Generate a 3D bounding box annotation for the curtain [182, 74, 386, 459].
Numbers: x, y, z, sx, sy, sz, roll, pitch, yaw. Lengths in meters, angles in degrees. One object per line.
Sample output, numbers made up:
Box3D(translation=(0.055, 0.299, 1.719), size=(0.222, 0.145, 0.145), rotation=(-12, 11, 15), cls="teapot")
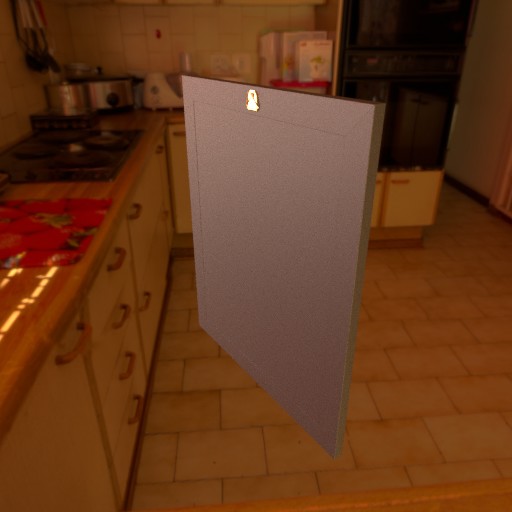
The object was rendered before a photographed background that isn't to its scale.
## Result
Box3D(translation=(0.000, 0.000, 0.812), size=(0.027, 0.585, 0.483), rotation=(-18, 32, -31), cls="curtain")
